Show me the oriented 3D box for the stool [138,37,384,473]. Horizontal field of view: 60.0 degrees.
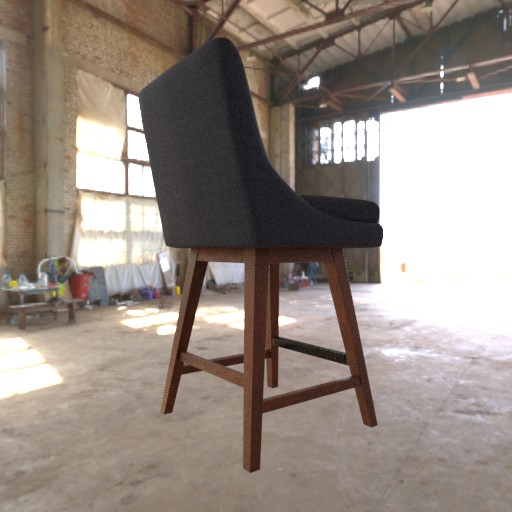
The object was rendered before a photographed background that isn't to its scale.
[{"bbox_3d":[0.000,0.000,1.191,0.524,0.895,0.467,-1,1,-37],"label":"stool"}]
